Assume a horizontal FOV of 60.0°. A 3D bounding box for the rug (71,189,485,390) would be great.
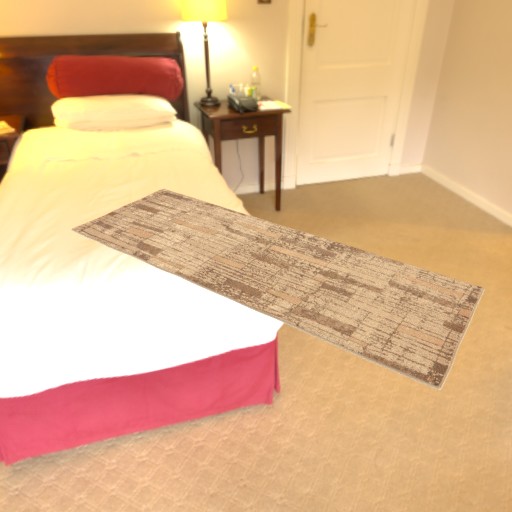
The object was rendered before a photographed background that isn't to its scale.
[{"bbox_3d":[0.000,0.000,2.638,2.383,0.018,0.857,20,37,29],"label":"rug"}]
